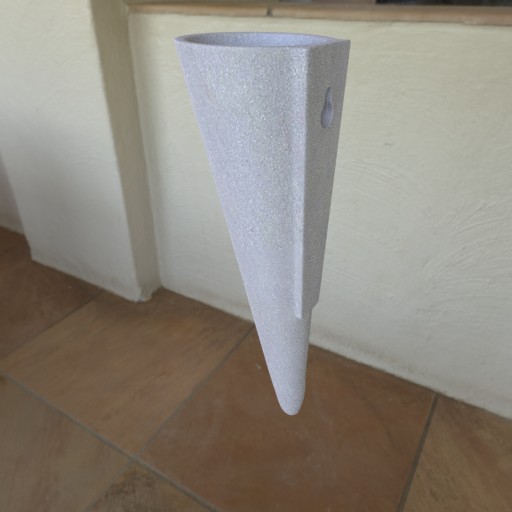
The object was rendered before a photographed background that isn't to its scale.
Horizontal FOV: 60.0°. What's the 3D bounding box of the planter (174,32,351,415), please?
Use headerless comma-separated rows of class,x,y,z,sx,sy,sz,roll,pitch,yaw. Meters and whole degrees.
planter,0.000,0.000,0.292,0.087,0.259,0.078,19,36,29
